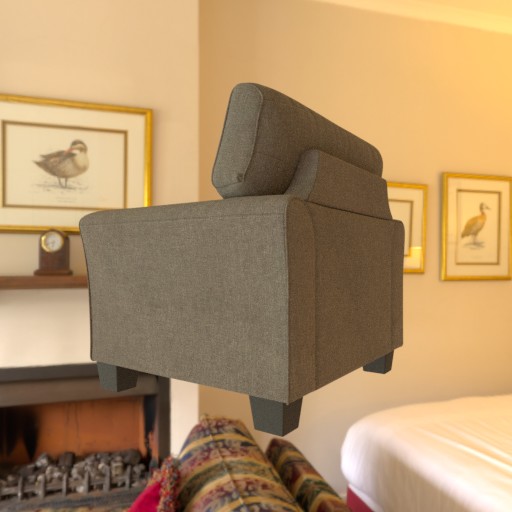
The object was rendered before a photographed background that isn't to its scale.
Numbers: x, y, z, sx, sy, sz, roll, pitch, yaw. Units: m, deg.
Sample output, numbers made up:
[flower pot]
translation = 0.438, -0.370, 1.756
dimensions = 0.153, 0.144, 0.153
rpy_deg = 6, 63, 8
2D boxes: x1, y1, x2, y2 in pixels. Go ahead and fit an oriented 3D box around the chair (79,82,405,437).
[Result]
[chair]
translation = 0.000, 0.000, 1.614
dimensions = 0.816, 0.890, 0.941
rpy_deg = 0, -1, 35
